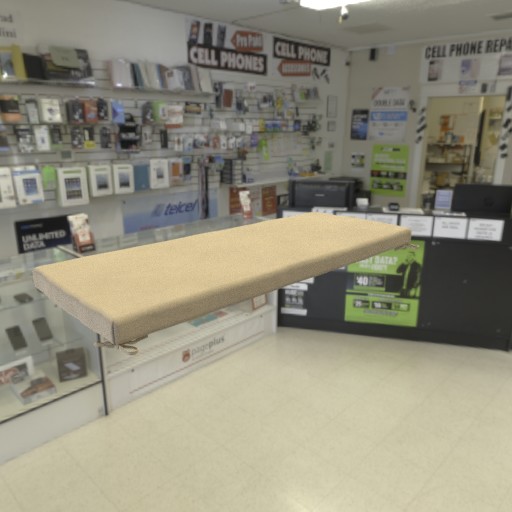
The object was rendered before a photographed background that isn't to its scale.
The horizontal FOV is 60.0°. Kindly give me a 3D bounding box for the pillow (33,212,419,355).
[{"bbox_3d":[0.000,0.000,1.358,1.187,0.081,0.492,-15,22,-41],"label":"pillow"}]
